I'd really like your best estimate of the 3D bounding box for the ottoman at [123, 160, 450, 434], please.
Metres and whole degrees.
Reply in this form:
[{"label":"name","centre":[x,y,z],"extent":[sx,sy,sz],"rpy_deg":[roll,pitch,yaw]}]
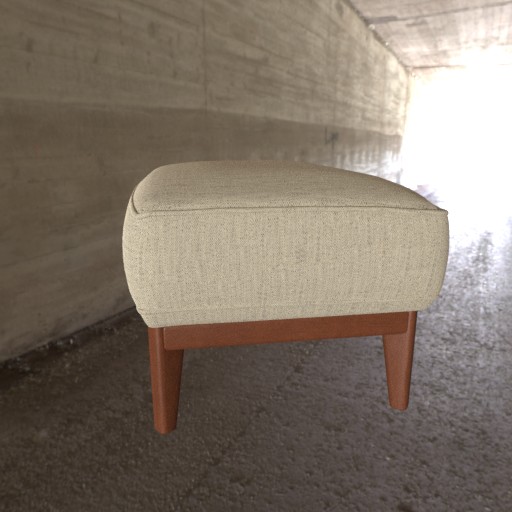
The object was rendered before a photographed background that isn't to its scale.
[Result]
[{"label":"ottoman","centre":[0.000,0.000,1.136],"extent":[0.594,0.465,0.794],"rpy_deg":[-2,15,-9]}]
